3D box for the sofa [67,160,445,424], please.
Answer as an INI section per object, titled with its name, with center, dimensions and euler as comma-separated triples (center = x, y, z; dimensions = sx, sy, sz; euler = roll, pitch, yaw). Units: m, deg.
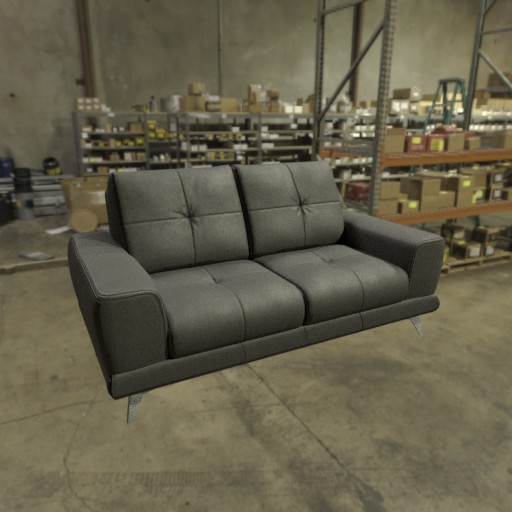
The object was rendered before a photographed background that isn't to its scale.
[sofa]
center = 0.000, 0.000, 2.373
dimensions = 1.806, 0.907, 1.018
euler = -9, 20, -26
